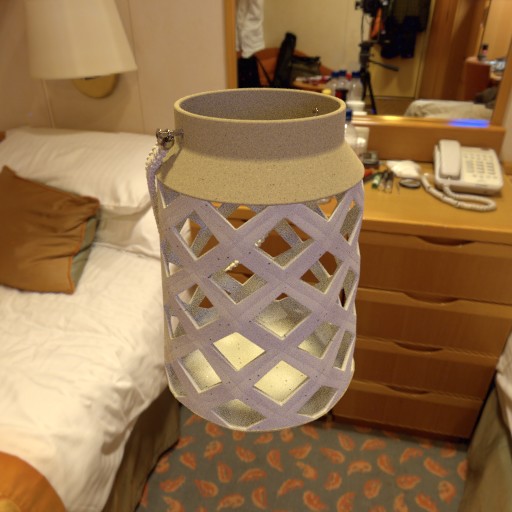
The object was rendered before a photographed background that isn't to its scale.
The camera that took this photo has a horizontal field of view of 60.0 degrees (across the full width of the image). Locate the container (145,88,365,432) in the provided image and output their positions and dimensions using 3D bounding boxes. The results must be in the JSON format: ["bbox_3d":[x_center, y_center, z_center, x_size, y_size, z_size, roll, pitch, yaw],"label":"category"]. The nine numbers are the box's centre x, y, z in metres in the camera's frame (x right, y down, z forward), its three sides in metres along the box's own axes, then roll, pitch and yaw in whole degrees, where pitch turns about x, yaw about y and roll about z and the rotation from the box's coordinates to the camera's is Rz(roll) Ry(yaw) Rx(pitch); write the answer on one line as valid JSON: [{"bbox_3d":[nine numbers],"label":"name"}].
[{"bbox_3d":[0.000,0.000,0.393,0.188,0.264,0.198,-18,34,-29],"label":"container"}]
